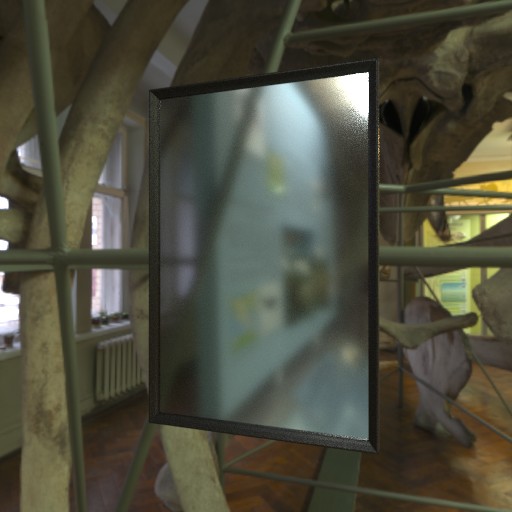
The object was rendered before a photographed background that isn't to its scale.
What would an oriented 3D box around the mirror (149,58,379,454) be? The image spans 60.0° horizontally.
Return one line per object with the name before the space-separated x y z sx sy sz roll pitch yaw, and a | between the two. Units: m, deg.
mirror | 0.000 0.000 1.138 0.609 0.915 0.041 0 0 19
